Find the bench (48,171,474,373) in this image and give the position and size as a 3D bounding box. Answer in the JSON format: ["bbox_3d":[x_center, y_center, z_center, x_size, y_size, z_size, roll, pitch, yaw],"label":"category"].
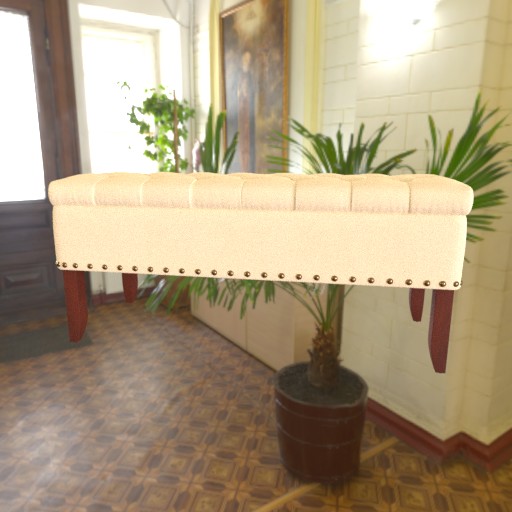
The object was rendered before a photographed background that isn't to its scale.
[{"bbox_3d":[0.000,0.000,1.291,1.054,0.470,0.400,2,13,10],"label":"bench"}]
